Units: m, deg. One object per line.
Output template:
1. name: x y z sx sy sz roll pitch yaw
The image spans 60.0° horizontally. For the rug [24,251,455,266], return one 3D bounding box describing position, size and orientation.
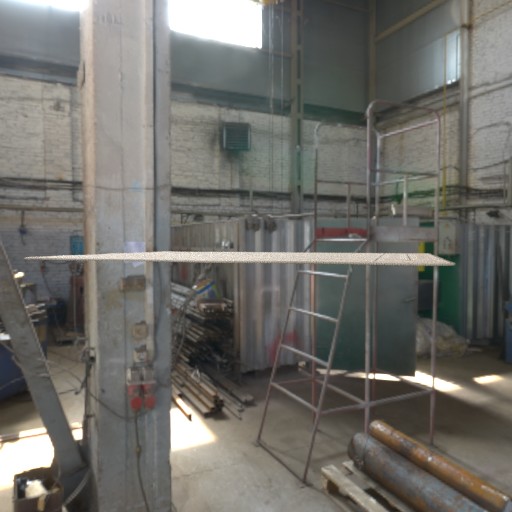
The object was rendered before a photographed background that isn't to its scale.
1. rug: 0.000 0.000 4.400 3.381 0.026 2.436 1 2 18
